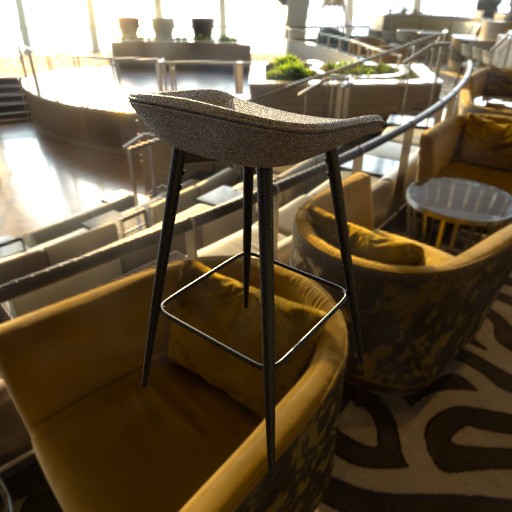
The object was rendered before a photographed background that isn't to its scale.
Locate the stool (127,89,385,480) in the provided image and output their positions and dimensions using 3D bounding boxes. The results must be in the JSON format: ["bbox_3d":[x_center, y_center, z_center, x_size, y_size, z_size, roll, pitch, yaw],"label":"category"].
[{"bbox_3d":[0.000,0.000,1.102,0.469,0.814,0.480,22,37,32],"label":"stool"}]
